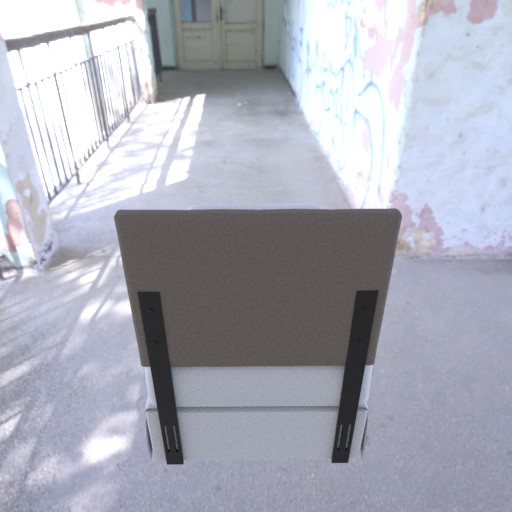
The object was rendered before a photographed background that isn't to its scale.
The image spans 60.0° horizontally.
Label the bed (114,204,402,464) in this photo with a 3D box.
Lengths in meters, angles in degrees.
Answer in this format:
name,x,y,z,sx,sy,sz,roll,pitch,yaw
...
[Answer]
name,x,y,z,sx,sy,sz,roll,pitch,yaw
bed,0.000,0.000,2.963,1.261,1.571,1.997,0,31,0
